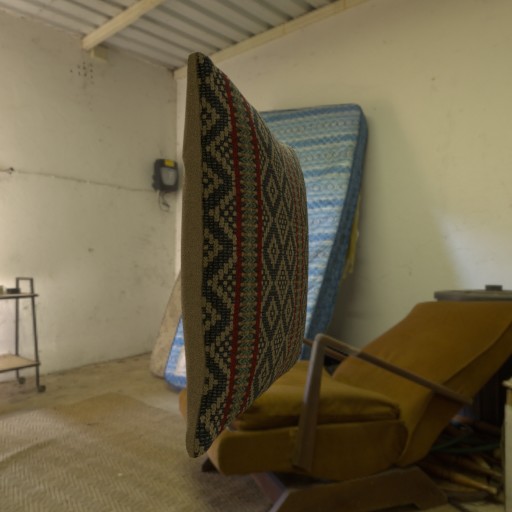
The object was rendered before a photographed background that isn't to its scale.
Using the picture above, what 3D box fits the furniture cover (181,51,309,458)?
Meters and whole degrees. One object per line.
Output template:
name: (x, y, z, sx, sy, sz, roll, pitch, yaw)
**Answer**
furniture cover: (0.000, 0.000, 0.669, 0.139, 0.431, 0.431, 0, -1, 18)
